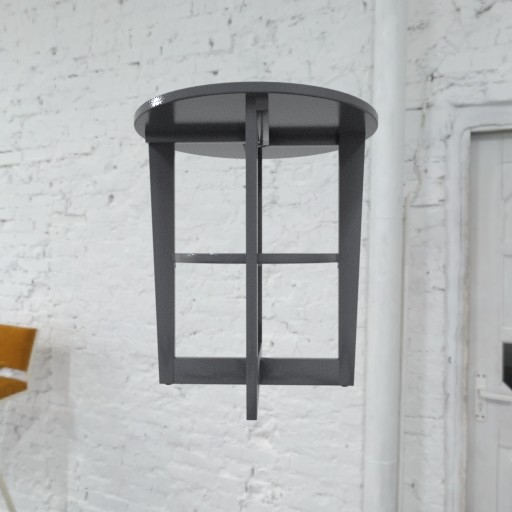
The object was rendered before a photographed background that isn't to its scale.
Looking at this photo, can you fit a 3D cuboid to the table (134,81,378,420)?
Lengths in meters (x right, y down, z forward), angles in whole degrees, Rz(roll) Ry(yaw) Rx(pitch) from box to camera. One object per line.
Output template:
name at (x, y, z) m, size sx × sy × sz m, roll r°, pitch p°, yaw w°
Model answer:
table at (0.000, 0.000, 0.942) m, size 0.500 × 0.550 × 0.500 m, roll 0°, pitch 1°, yaw 0°
